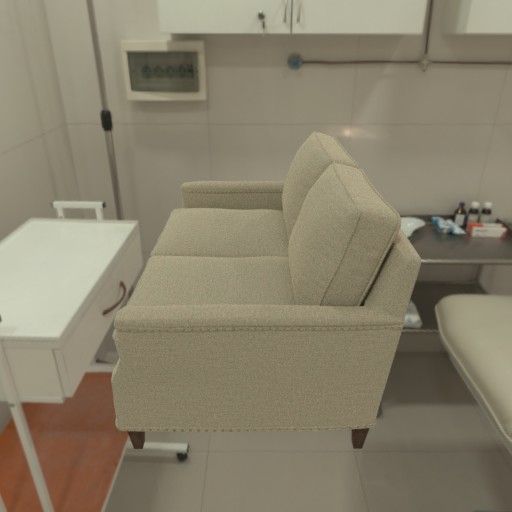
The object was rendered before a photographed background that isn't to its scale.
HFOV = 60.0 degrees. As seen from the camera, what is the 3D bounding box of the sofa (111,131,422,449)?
[{"bbox_3d":[0.000,0.000,2.232,1.084,1.003,1.597,0,26,0],"label":"sofa"}]
